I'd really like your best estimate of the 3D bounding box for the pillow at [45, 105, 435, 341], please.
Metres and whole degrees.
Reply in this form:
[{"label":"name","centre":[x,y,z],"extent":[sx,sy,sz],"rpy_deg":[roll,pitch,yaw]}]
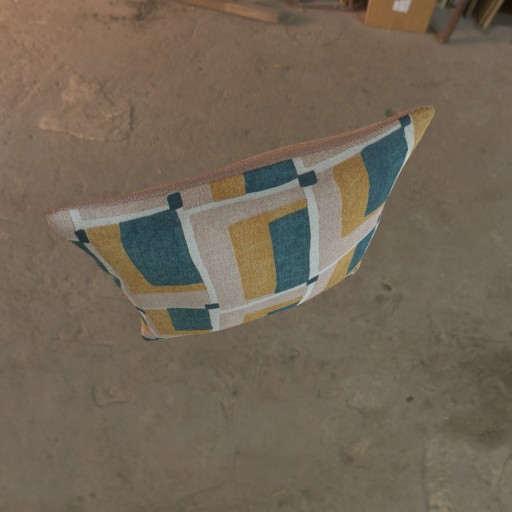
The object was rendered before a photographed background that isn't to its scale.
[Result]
[{"label":"pillow","centre":[0.000,0.000,0.719],"extent":[0.478,0.479,0.158],"rpy_deg":[-18,65,-8]}]
